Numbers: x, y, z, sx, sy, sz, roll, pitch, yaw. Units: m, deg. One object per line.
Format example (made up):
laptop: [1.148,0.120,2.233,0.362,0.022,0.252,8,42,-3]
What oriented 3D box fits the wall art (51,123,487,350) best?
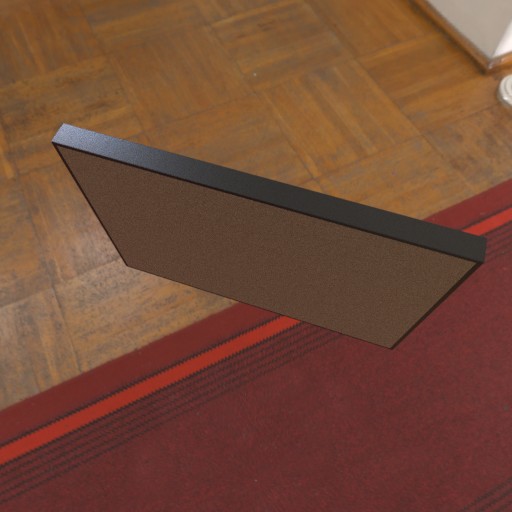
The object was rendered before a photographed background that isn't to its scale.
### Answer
wall art: [0.000,0.000,1.210,0.939,0.640,0.058,17,64,8]
